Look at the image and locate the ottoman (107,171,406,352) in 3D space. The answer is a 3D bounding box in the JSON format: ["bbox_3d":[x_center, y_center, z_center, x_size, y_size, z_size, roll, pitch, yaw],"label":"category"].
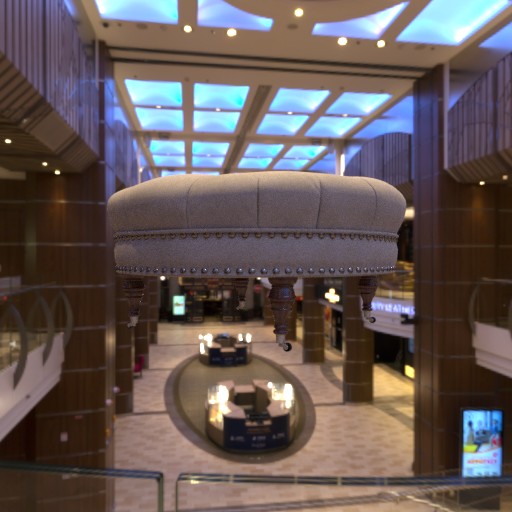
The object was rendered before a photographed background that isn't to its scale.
[{"bbox_3d":[0.000,0.000,1.404,0.901,0.439,0.901,0,0,0],"label":"ottoman"}]
